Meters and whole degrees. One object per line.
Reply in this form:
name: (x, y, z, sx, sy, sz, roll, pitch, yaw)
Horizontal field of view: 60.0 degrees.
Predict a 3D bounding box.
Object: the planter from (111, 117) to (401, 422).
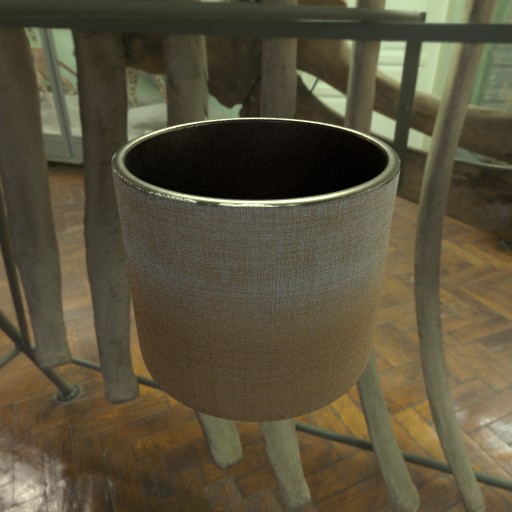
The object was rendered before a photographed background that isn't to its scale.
planter: (0.000, 0.000, 0.450, 0.254, 0.221, 0.254, 0, 30, 0)
